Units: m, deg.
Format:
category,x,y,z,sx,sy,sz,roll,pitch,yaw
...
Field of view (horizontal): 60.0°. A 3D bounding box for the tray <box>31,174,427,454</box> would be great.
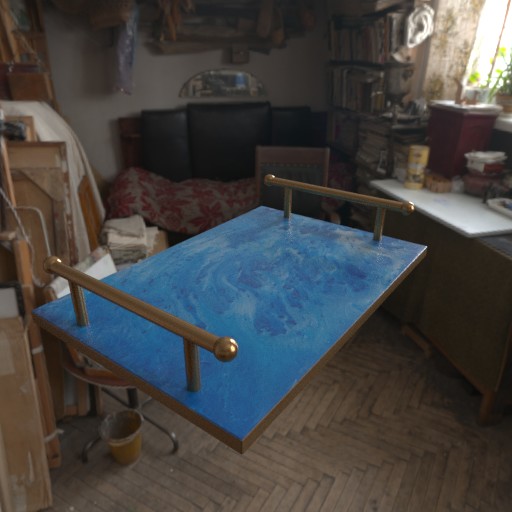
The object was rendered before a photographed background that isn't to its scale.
category,x,y,z,sx,sy,sz,roll,pitch,yaw
tray,0.000,0.000,0.566,0.304,0.084,0.444,18,31,33
